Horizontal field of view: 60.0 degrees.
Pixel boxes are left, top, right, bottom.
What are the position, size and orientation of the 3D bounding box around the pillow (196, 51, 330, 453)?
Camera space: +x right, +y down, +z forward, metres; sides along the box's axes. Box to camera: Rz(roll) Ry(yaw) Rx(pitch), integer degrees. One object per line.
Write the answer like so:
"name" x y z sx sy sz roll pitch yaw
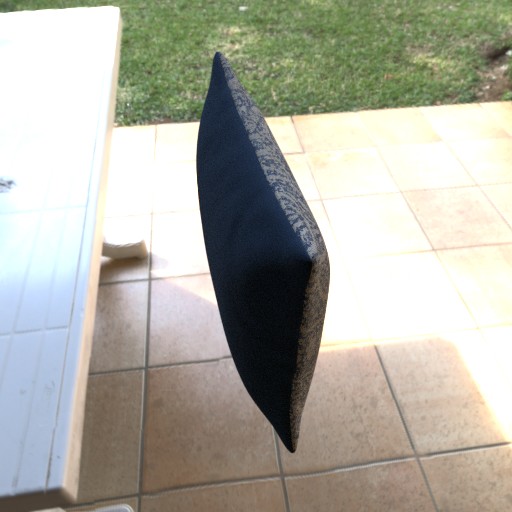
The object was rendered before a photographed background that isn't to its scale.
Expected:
"pillow" 0.000 0.000 0.786 0.166 0.510 0.523 -10 48 -9
